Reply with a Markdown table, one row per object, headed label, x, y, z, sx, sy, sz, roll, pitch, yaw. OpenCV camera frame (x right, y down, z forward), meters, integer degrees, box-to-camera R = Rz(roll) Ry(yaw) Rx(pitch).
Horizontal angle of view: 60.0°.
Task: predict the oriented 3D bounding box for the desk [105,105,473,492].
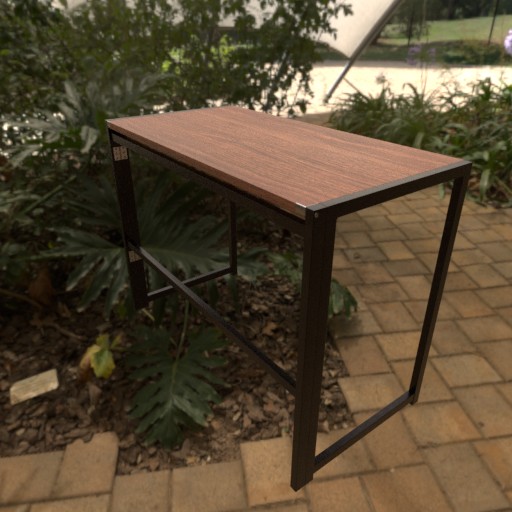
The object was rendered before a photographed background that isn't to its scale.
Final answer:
| label | x | y | z | sx | sy | sz | roll | pitch | yaw |
| --- | --- | --- | --- | --- | --- | --- | --- | --- | --- |
| desk | 0.000 | 0.000 | 1.433 | 0.508 | 0.762 | 1.016 | -19 | 33 | -32 |
